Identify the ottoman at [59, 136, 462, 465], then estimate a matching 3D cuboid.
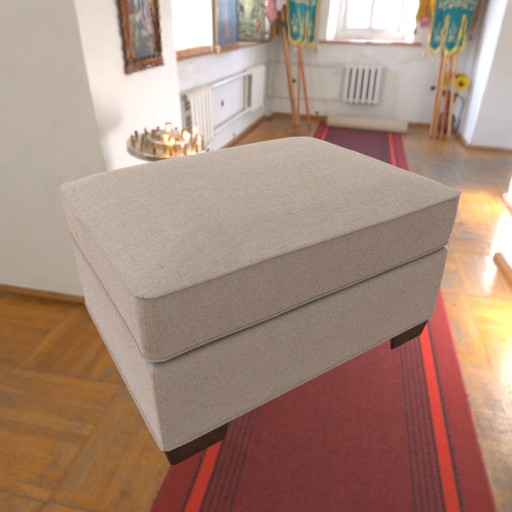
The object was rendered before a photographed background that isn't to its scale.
[{"bbox_3d":[0.000,0.000,1.214,0.846,0.503,0.617,-18,35,-28],"label":"ottoman"}]
